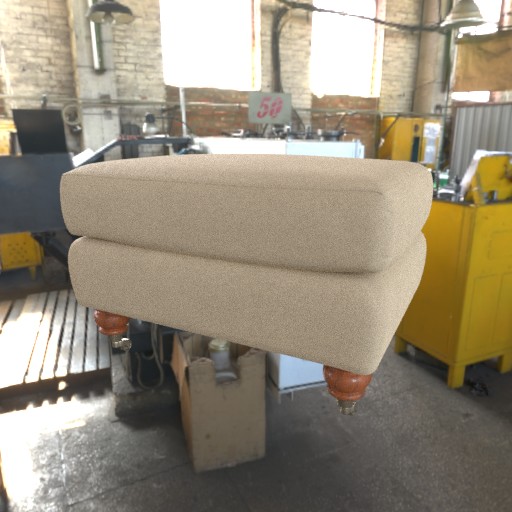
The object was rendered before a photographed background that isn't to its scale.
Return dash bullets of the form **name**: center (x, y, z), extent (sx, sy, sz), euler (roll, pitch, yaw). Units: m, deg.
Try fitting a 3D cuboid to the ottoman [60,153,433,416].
- **ottoman**: center (0.000, 0.000, 1.129), extent (0.773, 0.504, 0.569), euler (8, 17, 26)
